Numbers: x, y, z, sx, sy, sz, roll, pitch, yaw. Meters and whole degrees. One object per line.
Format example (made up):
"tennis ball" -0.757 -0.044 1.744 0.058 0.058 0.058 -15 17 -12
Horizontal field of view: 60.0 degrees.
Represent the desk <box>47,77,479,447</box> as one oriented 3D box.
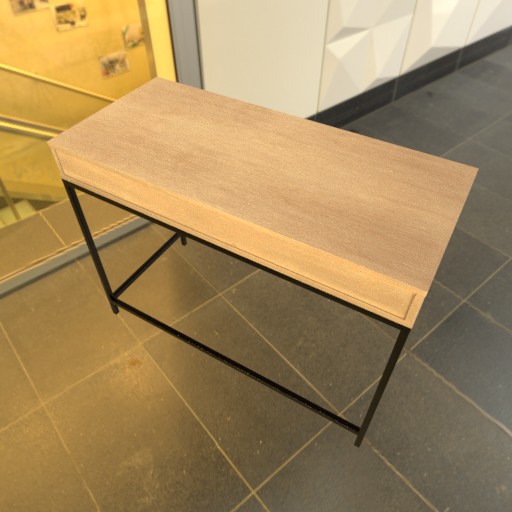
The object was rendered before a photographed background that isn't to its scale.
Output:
"desk" 0.000 0.000 1.415 1.016 0.762 0.470 23 50 21
